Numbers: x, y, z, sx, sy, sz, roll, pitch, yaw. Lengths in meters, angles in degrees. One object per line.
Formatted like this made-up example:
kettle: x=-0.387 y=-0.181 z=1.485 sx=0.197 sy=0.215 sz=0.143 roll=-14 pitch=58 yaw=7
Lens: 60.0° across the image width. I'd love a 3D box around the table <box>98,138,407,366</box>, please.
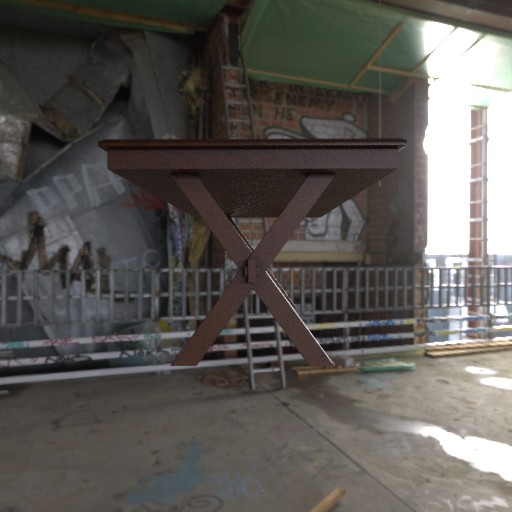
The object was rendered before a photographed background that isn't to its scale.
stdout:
table: x=0.000 y=0.000 z=1.451 sx=0.594 sy=0.459 sz=1.197 roll=0 pitch=0 yaw=1
